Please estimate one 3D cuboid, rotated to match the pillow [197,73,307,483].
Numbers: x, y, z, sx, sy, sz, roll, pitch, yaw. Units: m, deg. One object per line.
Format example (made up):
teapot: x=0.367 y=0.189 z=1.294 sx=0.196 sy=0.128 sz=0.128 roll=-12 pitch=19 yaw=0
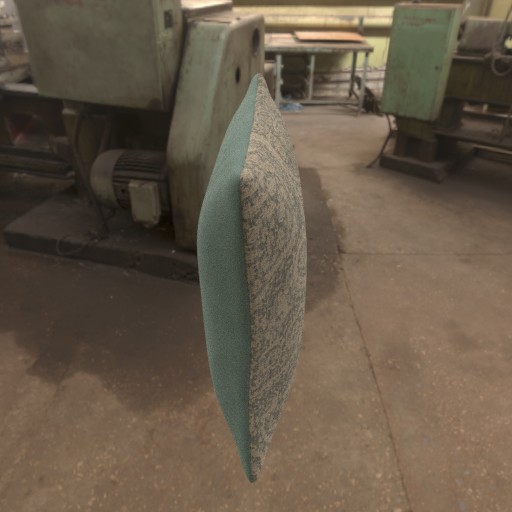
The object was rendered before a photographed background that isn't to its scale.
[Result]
pillow: x=0.000 y=0.000 z=0.773 sx=0.166 sy=0.507 sz=0.526 roll=1 pitch=32 yaw=2
